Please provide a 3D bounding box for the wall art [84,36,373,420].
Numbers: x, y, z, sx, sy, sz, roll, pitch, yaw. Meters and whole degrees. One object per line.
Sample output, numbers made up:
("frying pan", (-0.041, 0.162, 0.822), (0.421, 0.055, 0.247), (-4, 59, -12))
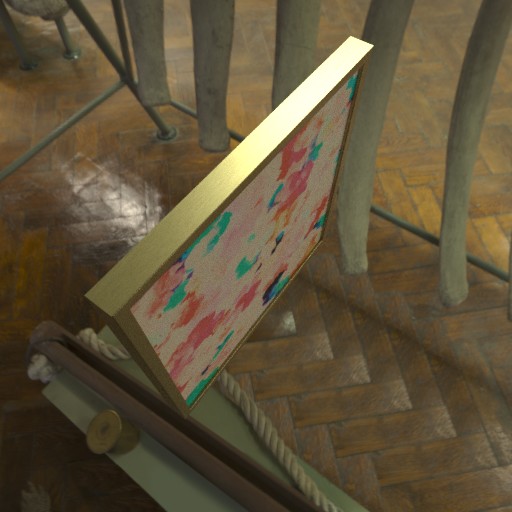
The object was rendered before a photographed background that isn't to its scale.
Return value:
("wall art", (0.000, 0.000, 0.746), (0.037, 0.509, 0.510), (32, 65, 18))
